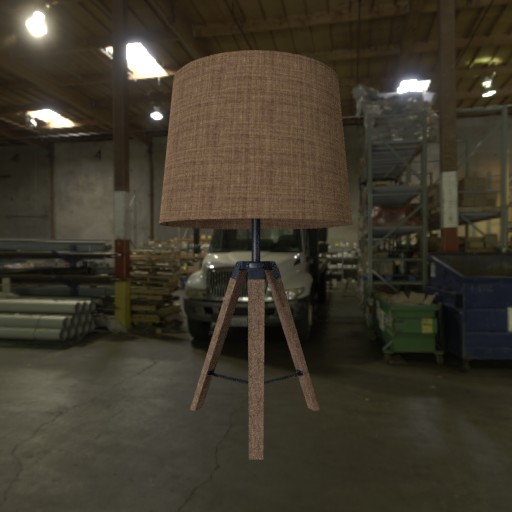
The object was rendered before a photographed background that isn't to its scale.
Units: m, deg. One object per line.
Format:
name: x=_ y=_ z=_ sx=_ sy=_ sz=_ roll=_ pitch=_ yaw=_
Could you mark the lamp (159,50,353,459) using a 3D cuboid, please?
lamp: x=0.000 y=0.000 z=0.677 sx=0.290 sy=0.514 sz=0.290 roll=0 pitch=1 yaw=0
